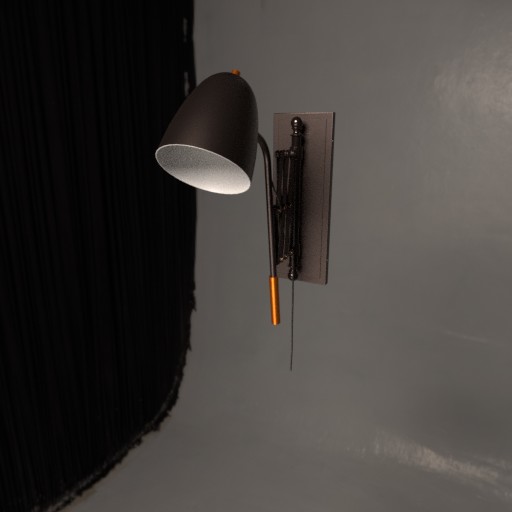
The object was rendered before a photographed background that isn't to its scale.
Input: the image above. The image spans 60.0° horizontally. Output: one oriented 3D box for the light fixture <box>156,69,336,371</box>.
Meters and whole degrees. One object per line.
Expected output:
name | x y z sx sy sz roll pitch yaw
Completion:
light fixture | 0.000 0.000 0.937 0.162 0.715 0.499 8 18 27
